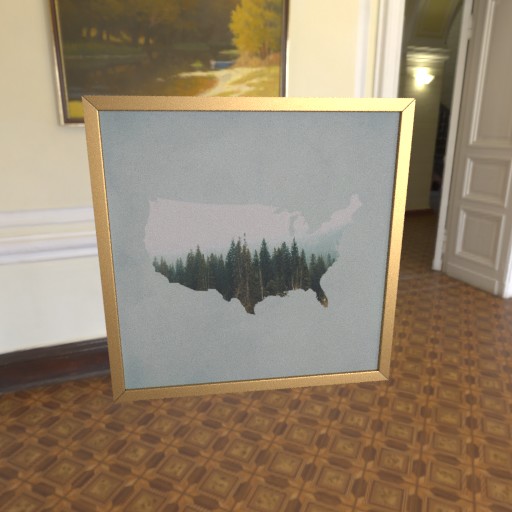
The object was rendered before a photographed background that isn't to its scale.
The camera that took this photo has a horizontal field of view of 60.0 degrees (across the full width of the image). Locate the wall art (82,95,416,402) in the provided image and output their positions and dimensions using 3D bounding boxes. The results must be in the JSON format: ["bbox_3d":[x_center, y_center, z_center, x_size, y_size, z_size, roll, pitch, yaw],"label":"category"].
[{"bbox_3d":[0.000,0.000,1.129,0.762,0.762,0.038,-2,17,-8],"label":"wall art"}]
